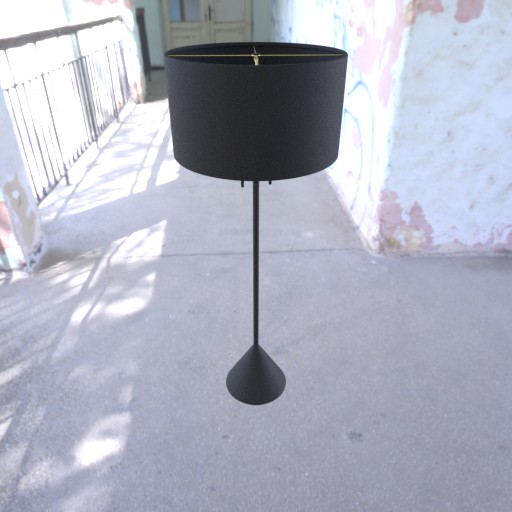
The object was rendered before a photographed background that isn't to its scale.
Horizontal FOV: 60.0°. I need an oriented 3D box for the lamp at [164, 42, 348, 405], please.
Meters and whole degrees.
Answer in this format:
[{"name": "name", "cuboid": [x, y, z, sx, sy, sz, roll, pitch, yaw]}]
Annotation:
[{"name": "lamp", "cuboid": [0.000, 0.000, 1.809, 0.580, 1.526, 0.580, -1, 31, -2]}]
